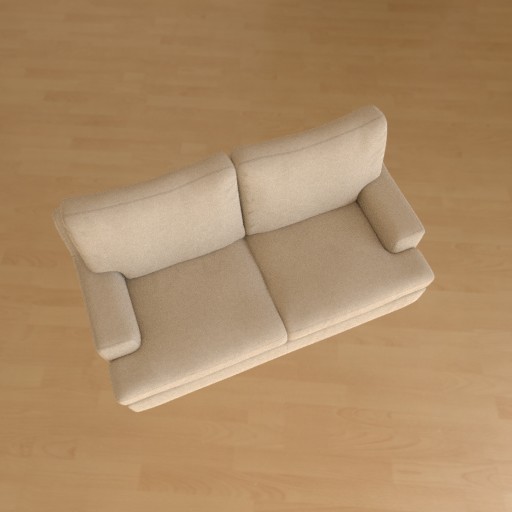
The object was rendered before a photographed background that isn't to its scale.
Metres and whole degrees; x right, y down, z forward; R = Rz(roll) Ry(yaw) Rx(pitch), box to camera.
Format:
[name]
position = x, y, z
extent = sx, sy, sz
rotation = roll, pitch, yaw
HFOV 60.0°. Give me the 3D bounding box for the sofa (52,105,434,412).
[sofa]
position = 0.000, 0.000, 2.456
extent = 1.885, 0.967, 0.962
rotation = -20, 64, -10
